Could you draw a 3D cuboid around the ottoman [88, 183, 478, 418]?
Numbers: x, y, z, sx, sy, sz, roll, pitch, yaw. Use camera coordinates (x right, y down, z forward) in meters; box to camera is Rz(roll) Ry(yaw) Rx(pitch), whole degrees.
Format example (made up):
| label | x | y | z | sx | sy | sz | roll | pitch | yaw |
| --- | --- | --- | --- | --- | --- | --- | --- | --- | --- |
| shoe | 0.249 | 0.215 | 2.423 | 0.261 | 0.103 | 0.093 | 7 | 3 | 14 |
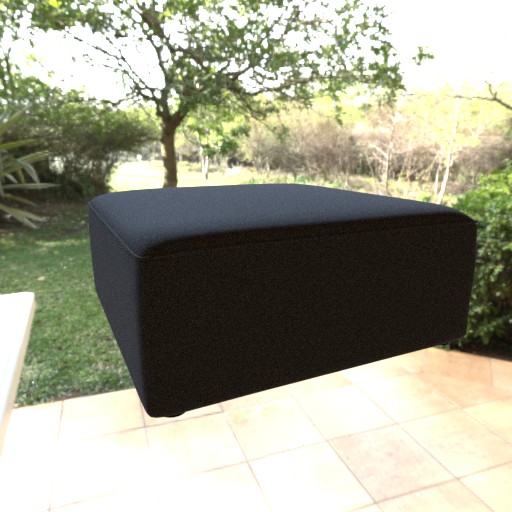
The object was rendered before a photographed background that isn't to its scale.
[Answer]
| label | x | y | z | sx | sy | sz | roll | pitch | yaw |
| --- | --- | --- | --- | --- | --- | --- | --- | --- | --- |
| ottoman | 0.000 | 0.000 | 1.565 | 1.015 | 0.464 | 1.005 | -7 | 16 | -25 |
